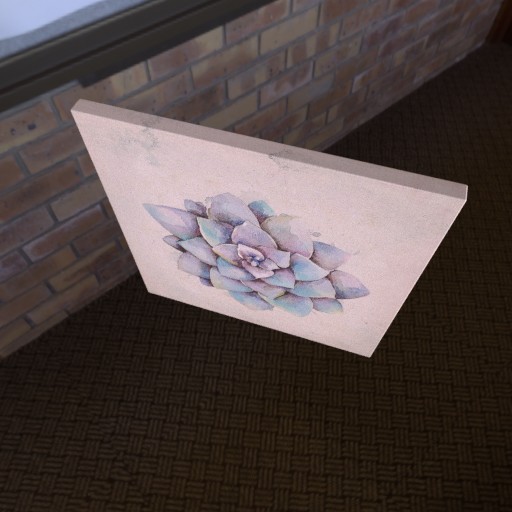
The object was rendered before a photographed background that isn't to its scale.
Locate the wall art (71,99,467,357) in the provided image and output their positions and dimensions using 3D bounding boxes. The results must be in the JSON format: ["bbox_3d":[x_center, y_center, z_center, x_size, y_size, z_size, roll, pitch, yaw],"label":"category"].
[{"bbox_3d":[0.000,0.000,1.144,0.762,0.762,0.038,15,58,10],"label":"wall art"}]
